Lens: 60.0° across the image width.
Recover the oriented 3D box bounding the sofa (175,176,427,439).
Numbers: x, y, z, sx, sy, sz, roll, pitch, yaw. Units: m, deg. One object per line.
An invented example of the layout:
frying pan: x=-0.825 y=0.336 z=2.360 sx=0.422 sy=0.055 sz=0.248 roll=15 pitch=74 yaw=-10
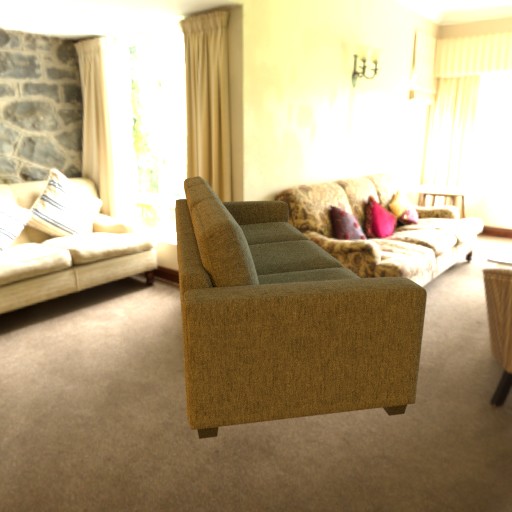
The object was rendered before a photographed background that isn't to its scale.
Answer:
sofa: x=0.000 y=0.000 z=2.594 sx=0.900 sy=0.800 sz=2.160 roll=-3 pitch=16 yaw=-10
